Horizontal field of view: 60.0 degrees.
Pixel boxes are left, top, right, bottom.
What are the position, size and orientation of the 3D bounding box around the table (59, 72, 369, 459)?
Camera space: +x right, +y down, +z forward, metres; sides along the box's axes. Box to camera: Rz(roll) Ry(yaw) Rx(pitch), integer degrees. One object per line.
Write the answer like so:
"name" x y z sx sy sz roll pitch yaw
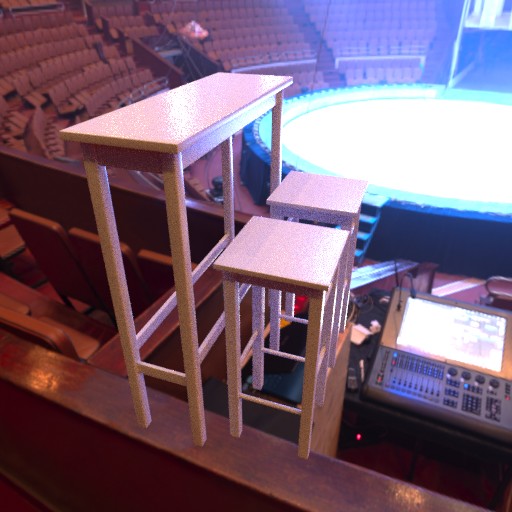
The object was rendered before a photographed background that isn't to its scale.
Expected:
"table" 0.000 0.000 1.583 0.650 1.065 0.915 10 32 17
